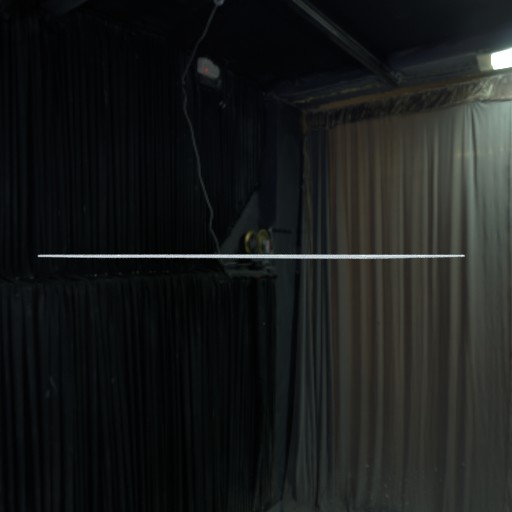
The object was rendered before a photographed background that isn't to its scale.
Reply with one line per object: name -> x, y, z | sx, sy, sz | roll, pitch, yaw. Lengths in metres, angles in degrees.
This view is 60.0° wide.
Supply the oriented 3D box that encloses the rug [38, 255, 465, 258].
rug -> 0.000, 0.000, 3.823 | 2.895, 0.018, 2.288 | 0, 0, 36
